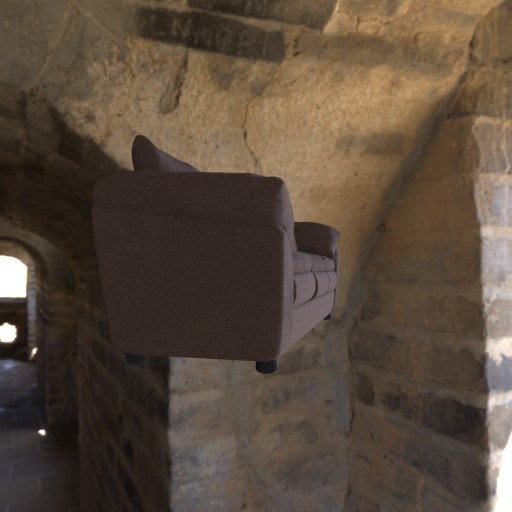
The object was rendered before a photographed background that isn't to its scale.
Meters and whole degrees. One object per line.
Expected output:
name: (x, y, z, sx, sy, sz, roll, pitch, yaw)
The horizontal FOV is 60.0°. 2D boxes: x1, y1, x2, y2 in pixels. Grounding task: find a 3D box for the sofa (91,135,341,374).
sofa: (0.000, 0.000, 2.860, 0.878, 1.015, 2.336, 0, -1, 16)
